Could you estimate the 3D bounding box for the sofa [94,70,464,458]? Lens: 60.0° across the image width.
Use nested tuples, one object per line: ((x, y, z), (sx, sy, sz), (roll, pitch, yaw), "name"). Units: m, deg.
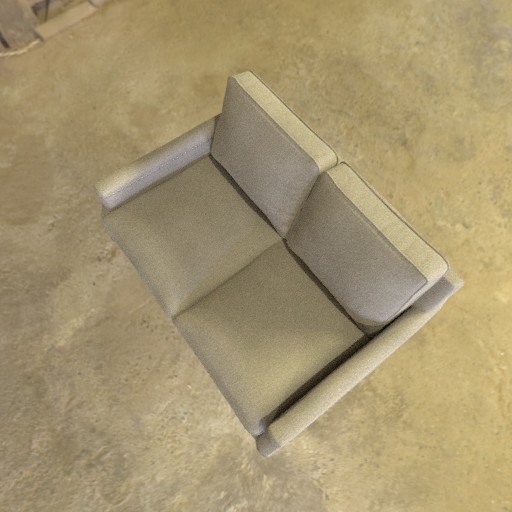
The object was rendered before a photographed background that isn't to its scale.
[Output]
((0.000, 0.000, 2.279), (1.084, 1.003, 1.597), (-34, 70, -14), "sofa")
